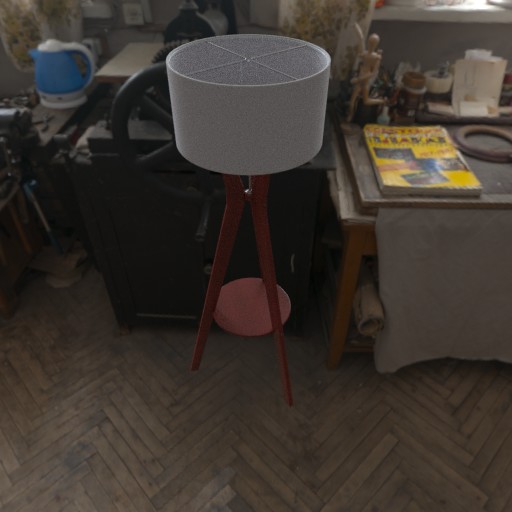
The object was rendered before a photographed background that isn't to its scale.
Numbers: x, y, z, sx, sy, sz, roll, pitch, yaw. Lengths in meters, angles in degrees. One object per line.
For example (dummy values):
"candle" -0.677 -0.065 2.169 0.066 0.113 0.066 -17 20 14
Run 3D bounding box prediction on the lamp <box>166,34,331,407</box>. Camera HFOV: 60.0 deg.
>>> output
"lamp" 0.000 0.000 1.740 0.539 1.472 0.542 -27 47 -28
